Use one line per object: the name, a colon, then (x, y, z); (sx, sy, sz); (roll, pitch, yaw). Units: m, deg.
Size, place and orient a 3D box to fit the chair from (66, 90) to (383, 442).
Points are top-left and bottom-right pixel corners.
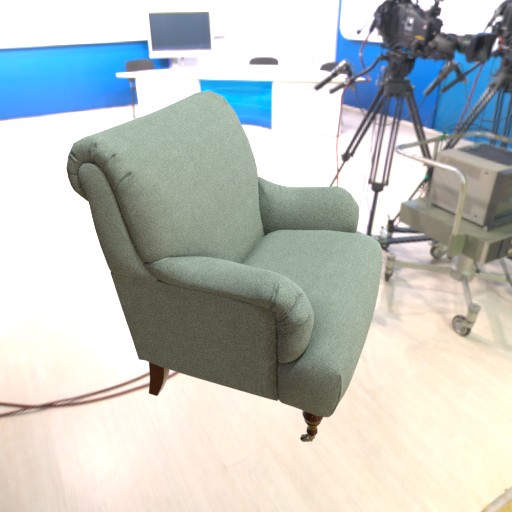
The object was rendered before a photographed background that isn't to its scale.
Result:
chair: (0.000, 0.000, 1.938); (1.060, 1.178, 0.964); (12, 33, 18)
